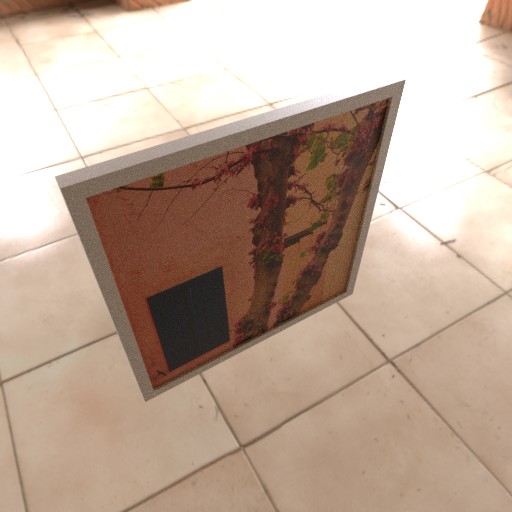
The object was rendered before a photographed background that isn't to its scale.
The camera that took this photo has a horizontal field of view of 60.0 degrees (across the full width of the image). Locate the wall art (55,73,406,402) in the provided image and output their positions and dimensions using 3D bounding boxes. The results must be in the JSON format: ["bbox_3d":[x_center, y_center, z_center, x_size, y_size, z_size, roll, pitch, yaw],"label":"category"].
[{"bbox_3d":[0.000,0.000,1.139,0.762,0.762,0.038,-24,51,-21],"label":"wall art"}]
